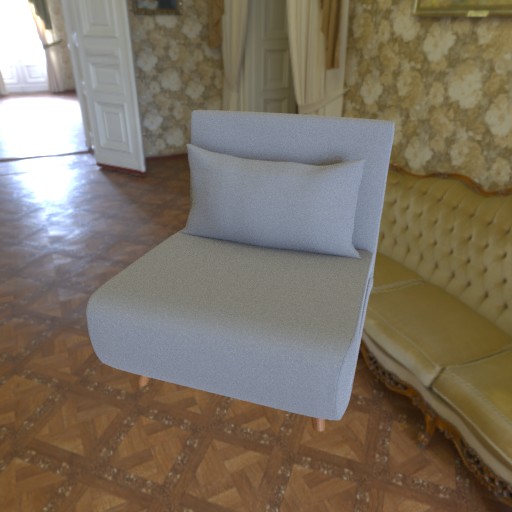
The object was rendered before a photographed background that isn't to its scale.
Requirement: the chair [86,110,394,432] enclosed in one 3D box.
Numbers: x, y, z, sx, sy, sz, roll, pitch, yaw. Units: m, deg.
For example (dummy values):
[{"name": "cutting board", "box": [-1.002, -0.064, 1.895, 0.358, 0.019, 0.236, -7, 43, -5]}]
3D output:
[{"name": "chair", "box": [0.000, 0.000, 1.493, 0.770, 0.808, 0.902, 9, 29, 16]}]
